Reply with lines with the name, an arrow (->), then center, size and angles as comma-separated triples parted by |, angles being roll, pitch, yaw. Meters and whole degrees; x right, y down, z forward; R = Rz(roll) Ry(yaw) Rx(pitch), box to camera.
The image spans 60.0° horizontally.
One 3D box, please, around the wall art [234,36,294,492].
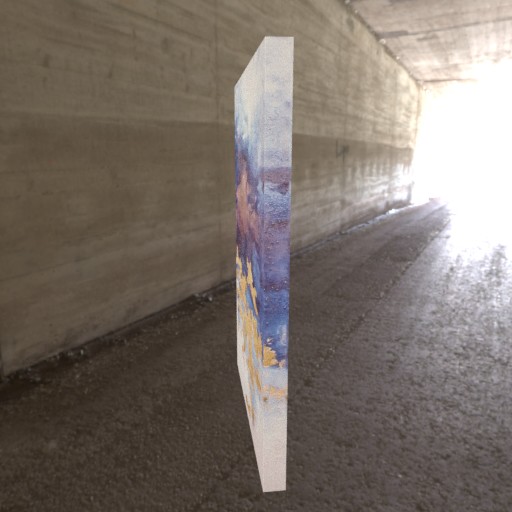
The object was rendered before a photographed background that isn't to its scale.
wall art -> 0.000, 0.000, 1.107 | 0.048, 0.874, 0.583 | -2, 13, -7
